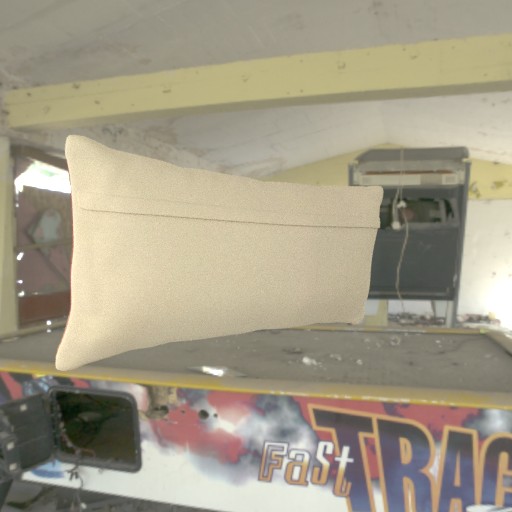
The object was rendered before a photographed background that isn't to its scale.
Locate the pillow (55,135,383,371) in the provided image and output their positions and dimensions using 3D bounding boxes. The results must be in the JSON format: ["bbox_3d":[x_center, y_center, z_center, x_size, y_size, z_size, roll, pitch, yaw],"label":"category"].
[{"bbox_3d":[0.000,0.000,0.730,0.609,0.292,0.155,0,0,-38],"label":"pillow"}]
